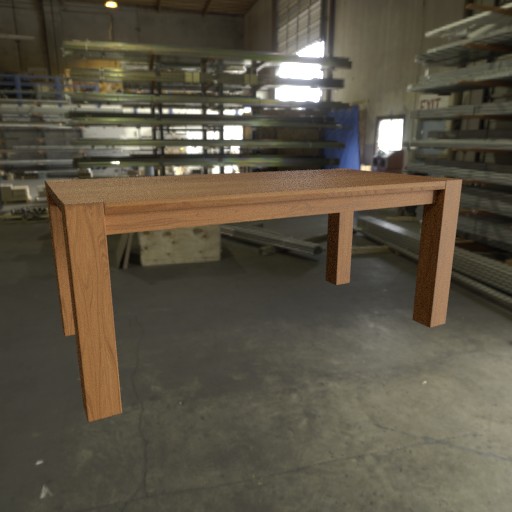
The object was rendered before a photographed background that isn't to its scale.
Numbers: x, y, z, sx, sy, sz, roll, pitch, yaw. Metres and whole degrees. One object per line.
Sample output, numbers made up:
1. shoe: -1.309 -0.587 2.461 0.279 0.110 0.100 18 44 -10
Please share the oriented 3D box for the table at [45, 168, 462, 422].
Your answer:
1. table: 0.000 0.000 2.231 1.800 0.760 0.900 -8 17 -27
